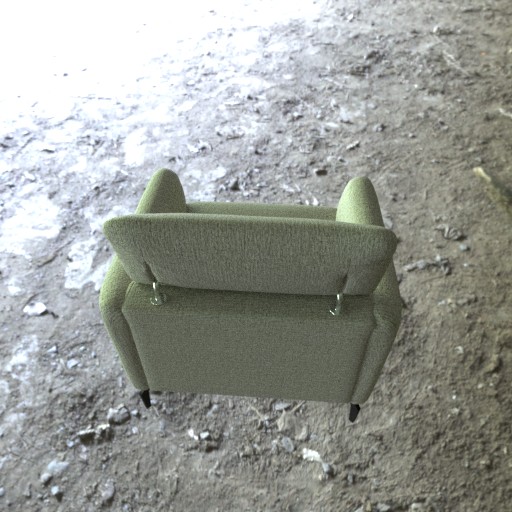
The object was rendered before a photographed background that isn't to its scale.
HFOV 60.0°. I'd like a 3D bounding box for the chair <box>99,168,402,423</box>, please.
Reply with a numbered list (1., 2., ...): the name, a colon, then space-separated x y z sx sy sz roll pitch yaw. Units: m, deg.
1. chair: 0.000 0.000 1.686 0.972 0.967 0.835 3 46 3
